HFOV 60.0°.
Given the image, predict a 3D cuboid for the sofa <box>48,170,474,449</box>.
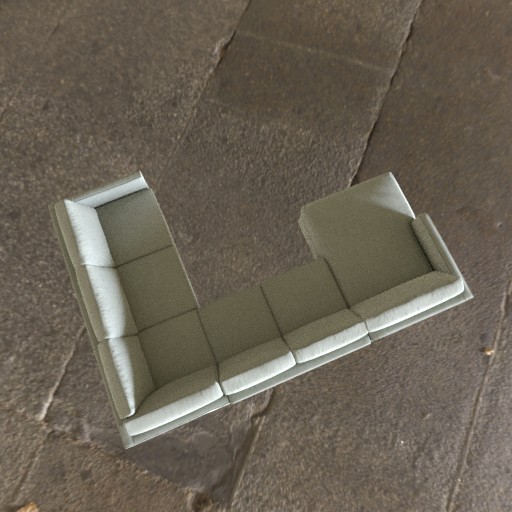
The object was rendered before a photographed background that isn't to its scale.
[{"bbox_3d":[0.000,0.000,4.470,3.434,0.869,2.440,-22,76,-6],"label":"sofa"}]
